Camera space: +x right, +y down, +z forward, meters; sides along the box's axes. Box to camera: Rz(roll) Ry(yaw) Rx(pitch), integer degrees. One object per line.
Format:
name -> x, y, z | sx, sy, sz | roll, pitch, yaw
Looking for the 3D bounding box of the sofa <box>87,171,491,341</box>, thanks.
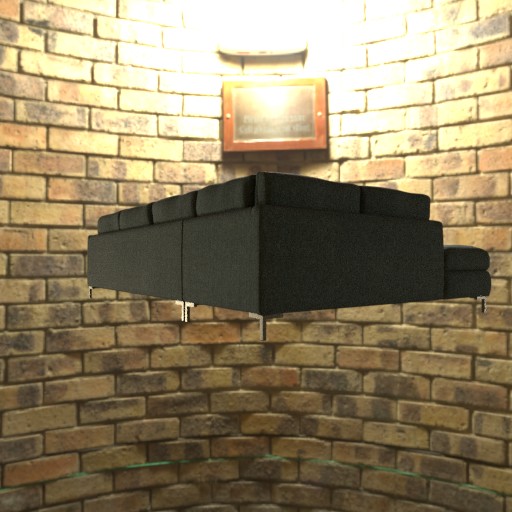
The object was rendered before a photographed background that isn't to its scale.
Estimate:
sofa -> 0.000, 0.000, 3.733 | 2.007, 0.815, 2.949 | 1, -1, -35
